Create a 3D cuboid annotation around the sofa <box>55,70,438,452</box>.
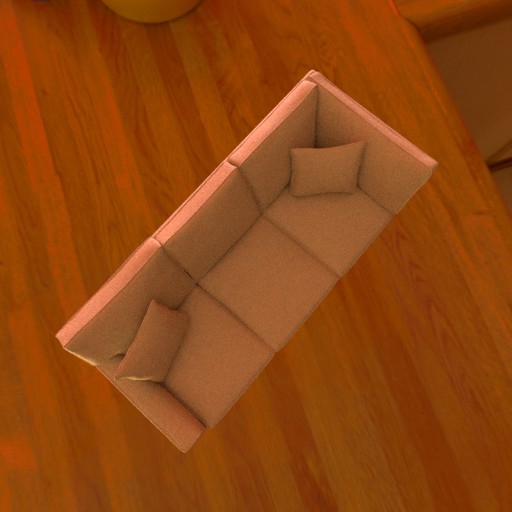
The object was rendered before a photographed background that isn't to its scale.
[{"bbox_3d":[0.000,0.000,2.920,1.061,0.962,2.317,40,80,9],"label":"sofa"}]
